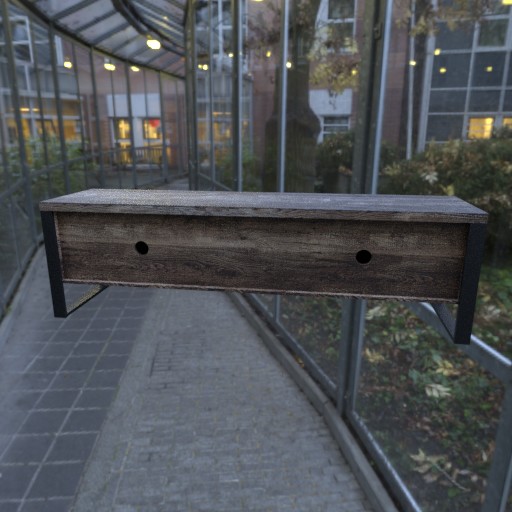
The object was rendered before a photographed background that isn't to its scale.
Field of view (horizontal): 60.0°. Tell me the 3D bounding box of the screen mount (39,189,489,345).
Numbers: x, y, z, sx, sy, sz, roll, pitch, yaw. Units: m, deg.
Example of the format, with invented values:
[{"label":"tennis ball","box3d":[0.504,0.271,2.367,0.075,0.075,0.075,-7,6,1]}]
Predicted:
[{"label":"screen mount","box3d":[0.000,0.000,1.738,1.524,0.450,0.395,2,16,8]}]
